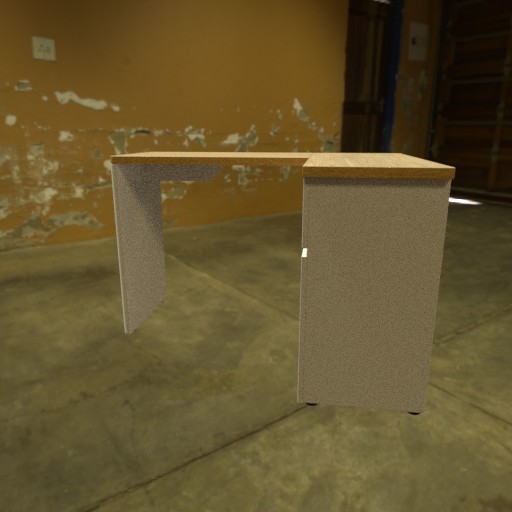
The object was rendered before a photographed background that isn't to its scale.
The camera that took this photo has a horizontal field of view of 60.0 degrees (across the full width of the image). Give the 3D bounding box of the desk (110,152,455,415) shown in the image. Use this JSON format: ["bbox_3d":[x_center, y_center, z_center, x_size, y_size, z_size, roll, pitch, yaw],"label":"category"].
[{"bbox_3d":[0.000,0.000,1.745,1.170,0.760,0.900,2,16,9],"label":"desk"}]
